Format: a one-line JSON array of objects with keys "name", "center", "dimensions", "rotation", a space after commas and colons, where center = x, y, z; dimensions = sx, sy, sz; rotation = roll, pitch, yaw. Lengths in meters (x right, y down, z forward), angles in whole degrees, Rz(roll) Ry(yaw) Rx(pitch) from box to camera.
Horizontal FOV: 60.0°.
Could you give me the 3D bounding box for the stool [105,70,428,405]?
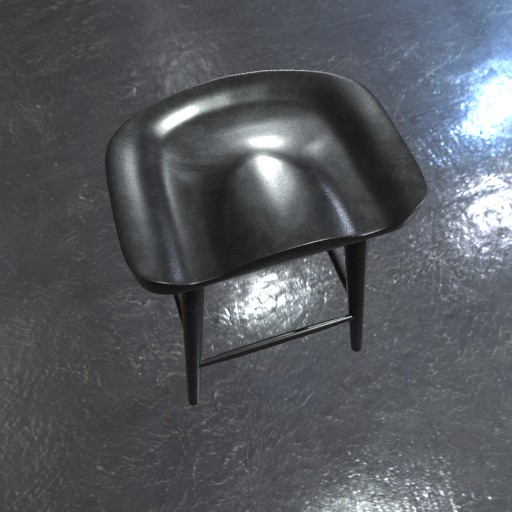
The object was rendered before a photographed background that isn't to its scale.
[{"name": "stool", "center": [0.000, 0.000, 0.868], "dimensions": [0.440, 0.615, 0.361], "rotation": [-16, 64, -8]}]
